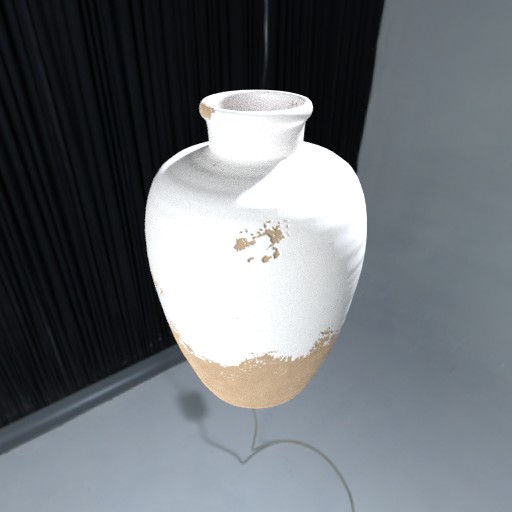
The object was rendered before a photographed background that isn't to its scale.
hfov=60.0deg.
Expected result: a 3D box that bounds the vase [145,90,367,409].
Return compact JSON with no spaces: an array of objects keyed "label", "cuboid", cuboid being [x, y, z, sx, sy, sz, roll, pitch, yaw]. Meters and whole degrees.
[{"label":"vase","cuboid":[0.000,0.000,0.337,0.158,0.228,0.158,0,31,0]}]
